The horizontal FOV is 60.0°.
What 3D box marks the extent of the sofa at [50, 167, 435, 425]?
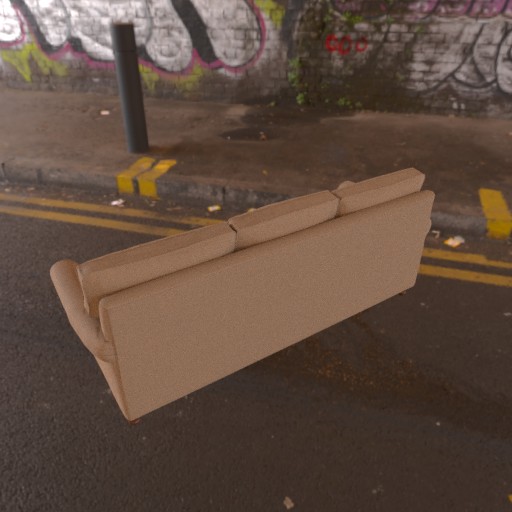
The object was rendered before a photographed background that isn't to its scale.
[{"bbox_3d":[0.000,0.000,2.850,2.354,0.948,0.966,-19,36,-28],"label":"sofa"}]
